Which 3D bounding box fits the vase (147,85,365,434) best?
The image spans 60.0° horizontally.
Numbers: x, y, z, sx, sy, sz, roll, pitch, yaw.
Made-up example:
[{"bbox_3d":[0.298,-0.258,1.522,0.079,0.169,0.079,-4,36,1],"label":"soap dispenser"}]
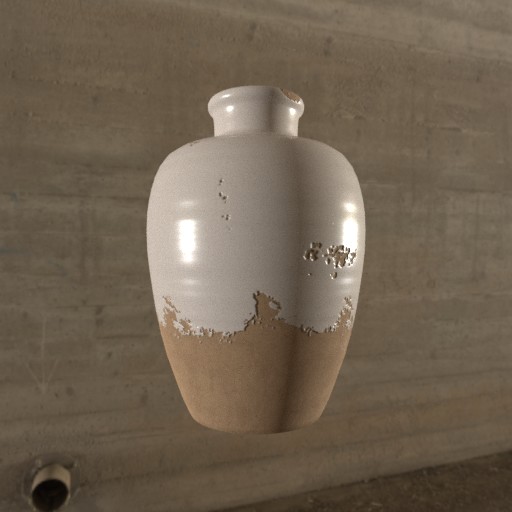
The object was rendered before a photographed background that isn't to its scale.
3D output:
[{"bbox_3d":[0.000,0.000,0.329,0.158,0.228,0.158,0,-1,0],"label":"vase"}]
